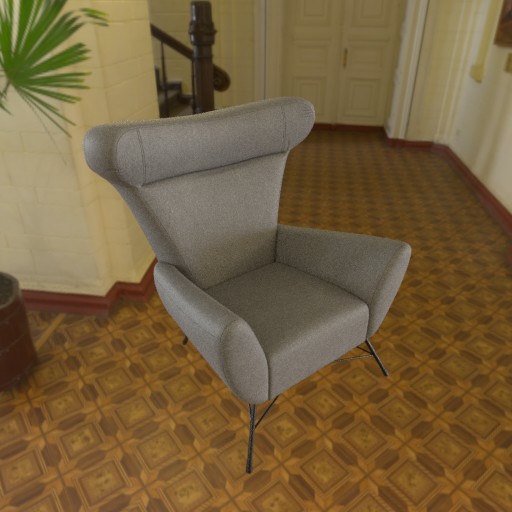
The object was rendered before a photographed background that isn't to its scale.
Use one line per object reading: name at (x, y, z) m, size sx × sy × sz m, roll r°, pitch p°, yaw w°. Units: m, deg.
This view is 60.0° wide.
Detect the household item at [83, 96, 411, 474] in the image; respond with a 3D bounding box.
household item at (0.000, 0.000, 1.760) m, size 0.980 × 1.050 × 0.900 m, roll -21°, pitch 36°, yaw -32°
